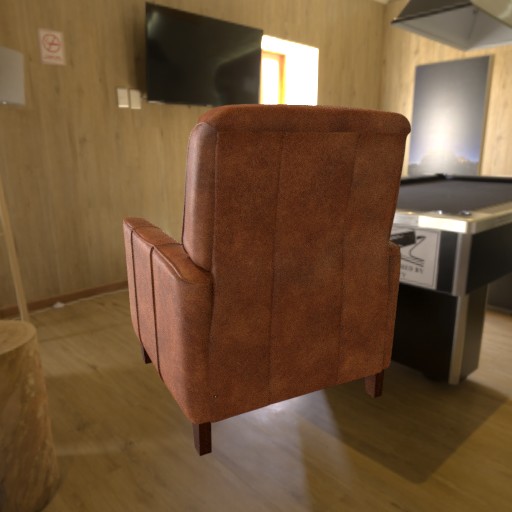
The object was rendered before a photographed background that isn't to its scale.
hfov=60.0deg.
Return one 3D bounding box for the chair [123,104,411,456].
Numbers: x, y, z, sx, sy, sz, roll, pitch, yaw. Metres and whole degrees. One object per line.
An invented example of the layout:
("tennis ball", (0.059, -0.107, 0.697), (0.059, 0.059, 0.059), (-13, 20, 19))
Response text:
("chair", (0.000, 0.000, 1.686), (0.843, 1.043, 0.836), (-7, 16, -26))
